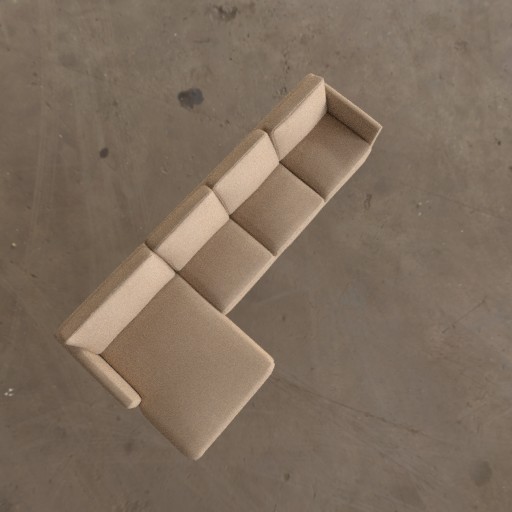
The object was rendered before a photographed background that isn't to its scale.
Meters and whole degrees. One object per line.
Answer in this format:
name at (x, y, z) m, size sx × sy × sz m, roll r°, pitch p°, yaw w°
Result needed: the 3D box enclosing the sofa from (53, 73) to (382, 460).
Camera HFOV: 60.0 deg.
sofa at (0.000, 0.000, 3.862) m, size 1.502 × 0.876 × 3.201 m, roll 40°, pitch 79°, yaw 9°
